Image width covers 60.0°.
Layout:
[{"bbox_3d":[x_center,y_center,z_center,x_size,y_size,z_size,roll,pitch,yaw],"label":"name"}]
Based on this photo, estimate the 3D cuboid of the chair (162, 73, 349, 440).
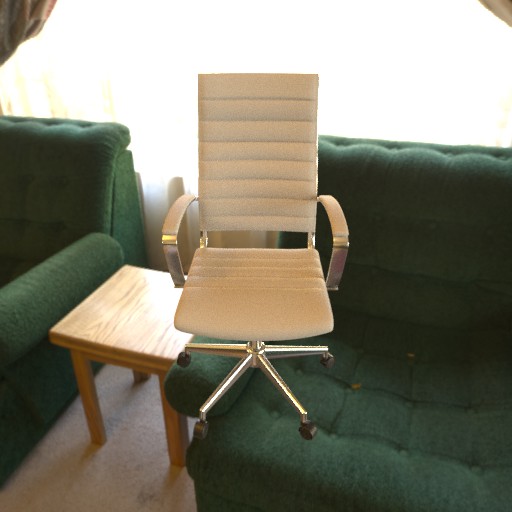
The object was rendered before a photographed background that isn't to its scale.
[{"bbox_3d":[0.000,0.000,1.583,0.679,1.149,0.667,1,29,1],"label":"chair"}]
